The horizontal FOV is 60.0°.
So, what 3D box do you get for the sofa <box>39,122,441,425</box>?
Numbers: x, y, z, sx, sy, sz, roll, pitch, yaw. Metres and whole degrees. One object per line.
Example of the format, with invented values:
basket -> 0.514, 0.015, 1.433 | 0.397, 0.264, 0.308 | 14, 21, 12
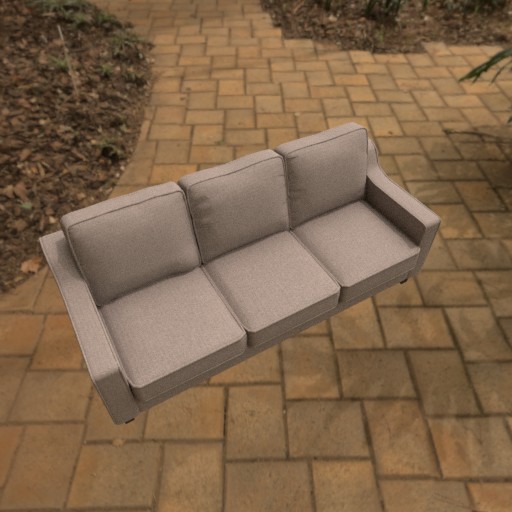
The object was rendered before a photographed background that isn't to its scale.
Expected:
sofa -> 0.000, 0.000, 2.636 | 2.129, 0.950, 0.899 | -23, 50, -20
